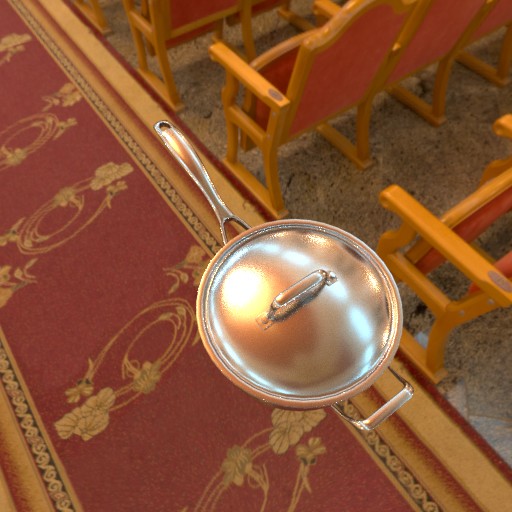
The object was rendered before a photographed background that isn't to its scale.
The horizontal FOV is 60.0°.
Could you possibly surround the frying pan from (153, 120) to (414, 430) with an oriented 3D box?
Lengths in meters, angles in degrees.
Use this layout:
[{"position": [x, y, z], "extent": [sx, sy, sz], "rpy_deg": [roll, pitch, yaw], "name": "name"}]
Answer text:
[{"position": [0.000, 0.000, 0.578], "extent": [0.245, 0.111, 0.492], "rpy_deg": [-31, 63, -18], "name": "frying pan"}]
